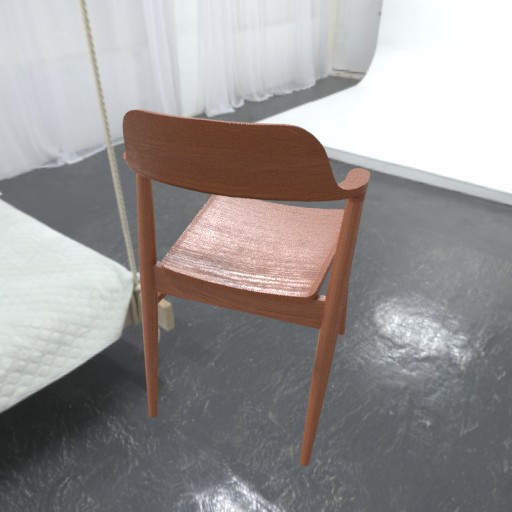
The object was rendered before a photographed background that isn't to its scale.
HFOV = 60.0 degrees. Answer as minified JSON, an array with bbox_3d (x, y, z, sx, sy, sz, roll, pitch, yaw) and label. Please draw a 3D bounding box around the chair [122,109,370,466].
[{"bbox_3d":[0.000,0.000,1.091,0.496,0.801,0.499,11,35,16],"label":"chair"}]
